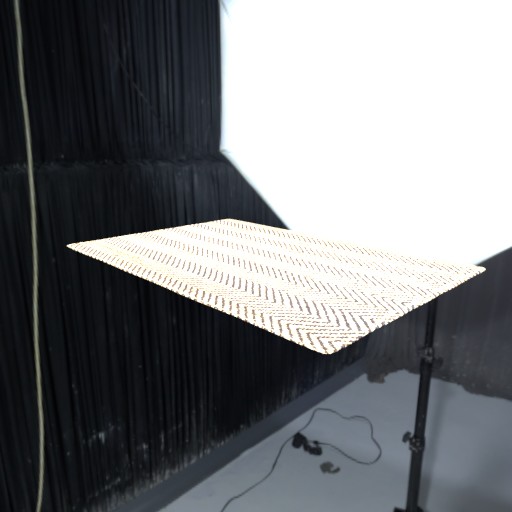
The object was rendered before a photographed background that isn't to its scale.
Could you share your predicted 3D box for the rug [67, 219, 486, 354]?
[{"bbox_3d":[0.000,0.000,2.271,1.219,0.008,1.828,-14,20,-42],"label":"rug"}]
